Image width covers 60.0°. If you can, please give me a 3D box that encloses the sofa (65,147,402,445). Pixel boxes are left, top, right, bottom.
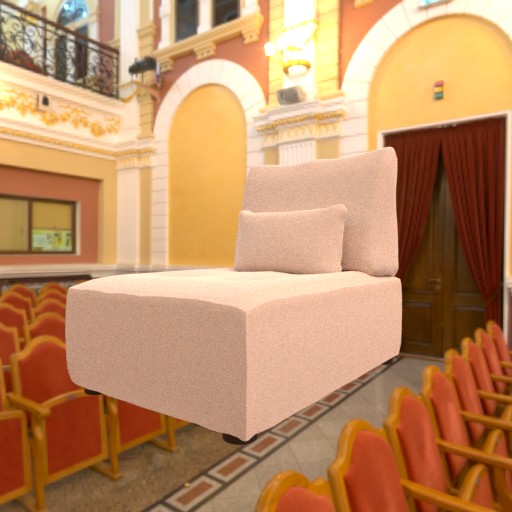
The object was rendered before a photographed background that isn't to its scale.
[{"bbox_3d":[0.000,0.000,1.533,0.700,0.820,1.000,1,1,37],"label":"sofa"}]
